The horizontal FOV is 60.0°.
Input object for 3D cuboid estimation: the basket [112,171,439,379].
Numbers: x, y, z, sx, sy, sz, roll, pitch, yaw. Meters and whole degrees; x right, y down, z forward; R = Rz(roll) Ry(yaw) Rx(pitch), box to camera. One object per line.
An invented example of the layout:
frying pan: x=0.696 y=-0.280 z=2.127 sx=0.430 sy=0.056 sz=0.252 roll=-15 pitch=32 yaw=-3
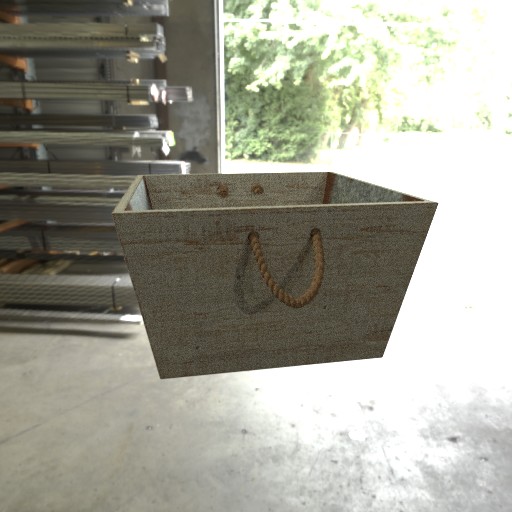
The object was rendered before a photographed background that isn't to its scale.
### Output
basket: x=0.000 y=0.000 z=0.774 sx=0.413 sy=0.247 sz=0.545 roll=-3 pitch=17 yaw=-10
